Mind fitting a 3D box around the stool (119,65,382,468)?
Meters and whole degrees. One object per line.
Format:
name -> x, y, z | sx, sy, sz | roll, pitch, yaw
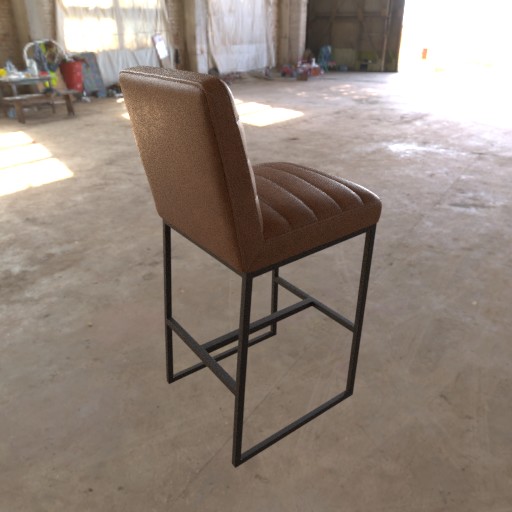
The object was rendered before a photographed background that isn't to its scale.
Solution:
stool -> 0.000, 0.000, 1.312 | 0.556, 1.040, 0.458 | -18, 32, -32
